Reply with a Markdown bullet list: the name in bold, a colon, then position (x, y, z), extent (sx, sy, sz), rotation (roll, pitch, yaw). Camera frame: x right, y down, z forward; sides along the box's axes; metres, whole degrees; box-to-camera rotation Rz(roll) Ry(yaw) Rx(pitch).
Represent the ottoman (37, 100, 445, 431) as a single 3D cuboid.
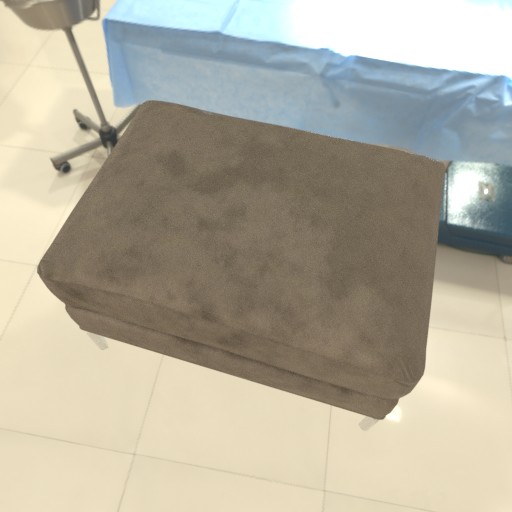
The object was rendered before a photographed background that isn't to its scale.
- **ottoman**: position (0.000, 0.000, 1.025), extent (0.719, 0.456, 0.520), rotation (14, 59, 9)
